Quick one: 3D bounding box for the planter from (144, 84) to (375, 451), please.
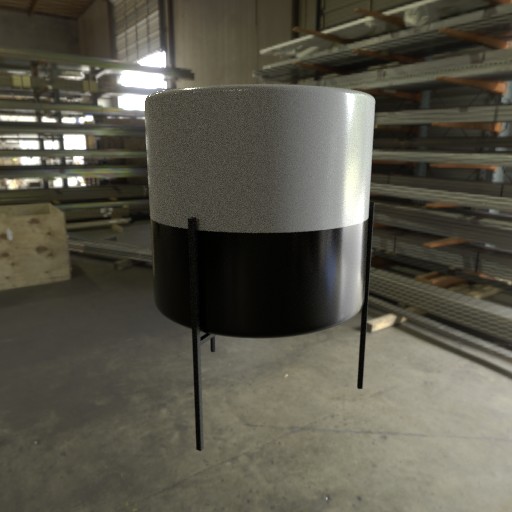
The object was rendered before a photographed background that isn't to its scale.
[{"bbox_3d":[0.000,0.000,0.643,0.310,0.432,0.310,13,19,42],"label":"planter"}]
